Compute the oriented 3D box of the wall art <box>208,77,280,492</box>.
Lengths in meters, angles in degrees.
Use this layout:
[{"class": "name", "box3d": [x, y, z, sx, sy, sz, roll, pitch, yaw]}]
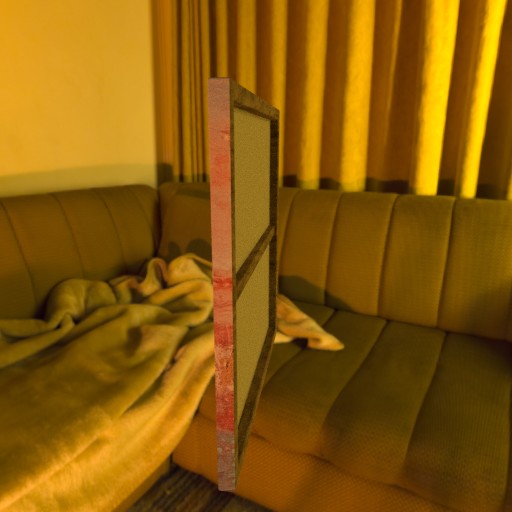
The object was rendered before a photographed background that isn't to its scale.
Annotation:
[{"class": "wall art", "box3d": [0.000, 0.000, 1.116, 0.035, 0.747, 0.747, 2, 15, 8]}]
